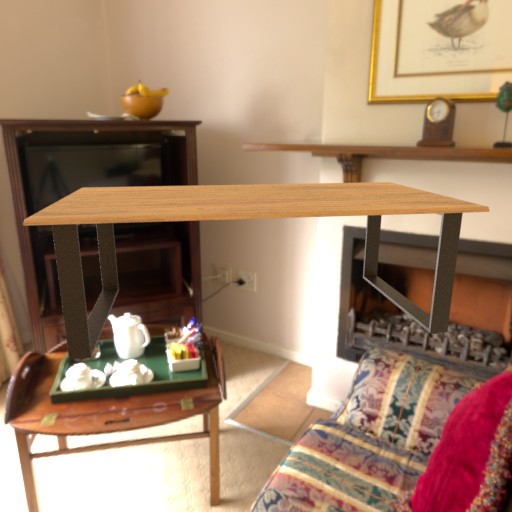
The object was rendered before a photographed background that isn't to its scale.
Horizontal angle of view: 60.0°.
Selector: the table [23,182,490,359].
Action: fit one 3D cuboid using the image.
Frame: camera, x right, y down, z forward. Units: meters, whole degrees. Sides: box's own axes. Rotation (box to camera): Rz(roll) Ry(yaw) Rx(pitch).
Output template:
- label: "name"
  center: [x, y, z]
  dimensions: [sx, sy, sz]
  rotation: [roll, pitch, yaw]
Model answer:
- label: "table"
  center: [0.000, 0.000, 1.635]
  dimensions: [1.331, 0.445, 0.693]
  rotation: [-2, 16, -8]
